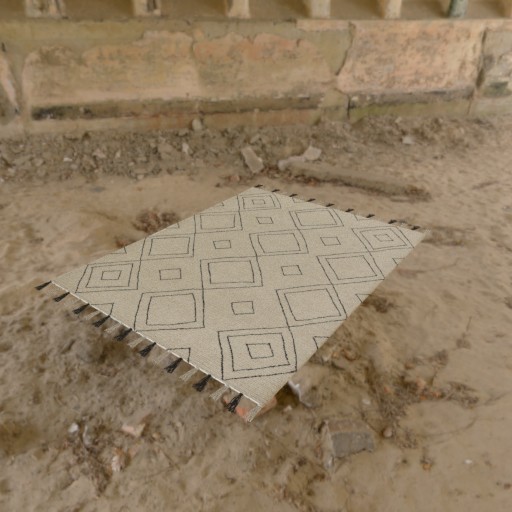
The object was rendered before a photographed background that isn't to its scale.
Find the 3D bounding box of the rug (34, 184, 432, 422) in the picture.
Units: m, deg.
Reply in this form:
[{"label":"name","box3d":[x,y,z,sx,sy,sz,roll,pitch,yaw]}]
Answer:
[{"label":"rug","box3d":[0.000,0.000,4.302,2.342,0.026,3.221,20,35,32]}]
